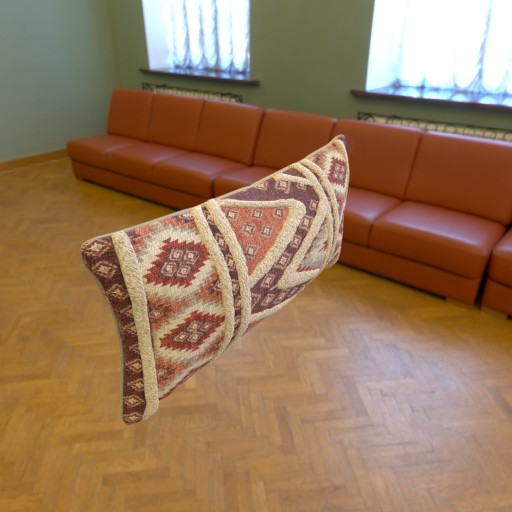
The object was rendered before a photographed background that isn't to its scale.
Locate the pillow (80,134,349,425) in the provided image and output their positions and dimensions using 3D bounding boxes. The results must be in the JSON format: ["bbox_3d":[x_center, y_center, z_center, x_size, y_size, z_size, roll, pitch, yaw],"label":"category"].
[{"bbox_3d":[0.000,0.000,0.745,0.161,0.295,0.608,19,34,32],"label":"pillow"}]
